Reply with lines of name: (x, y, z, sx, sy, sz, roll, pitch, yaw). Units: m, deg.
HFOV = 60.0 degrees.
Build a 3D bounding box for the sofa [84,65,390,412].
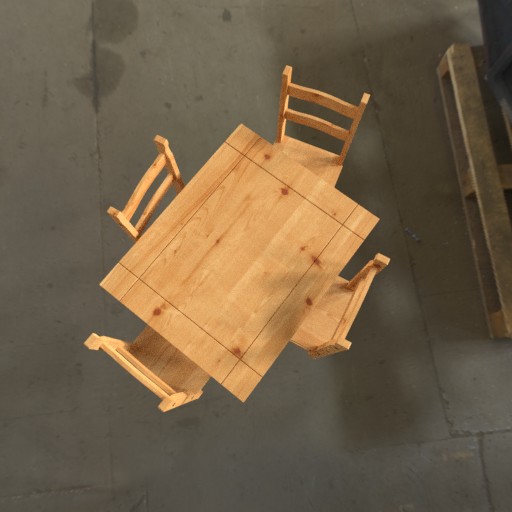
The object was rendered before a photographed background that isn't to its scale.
sofa: (0.000, 0.000, 2.223, 1.144, 1.000, 1.529, 37, 78, 9)
